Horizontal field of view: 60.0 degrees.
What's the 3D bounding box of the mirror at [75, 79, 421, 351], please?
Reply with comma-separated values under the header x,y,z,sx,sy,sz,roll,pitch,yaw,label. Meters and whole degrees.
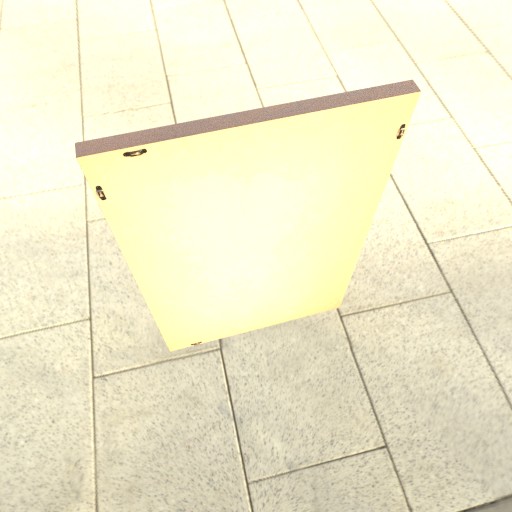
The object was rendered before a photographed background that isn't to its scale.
x,y,z,sx,sy,sz,roll,pitch,yaw,label
0.000,0.000,1.152,0.609,0.915,0.040,-13,59,-8,mirror
